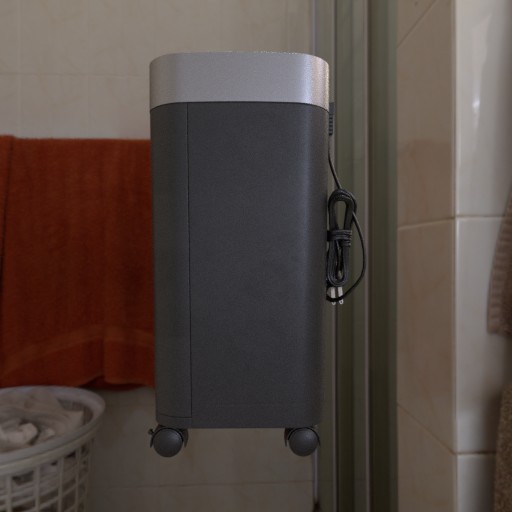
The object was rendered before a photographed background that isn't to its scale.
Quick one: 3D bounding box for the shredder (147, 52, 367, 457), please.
[{"bbox_3d":[0.000,0.000,0.604,0.237,0.419,0.311,0,1,-1],"label":"shredder"}]
